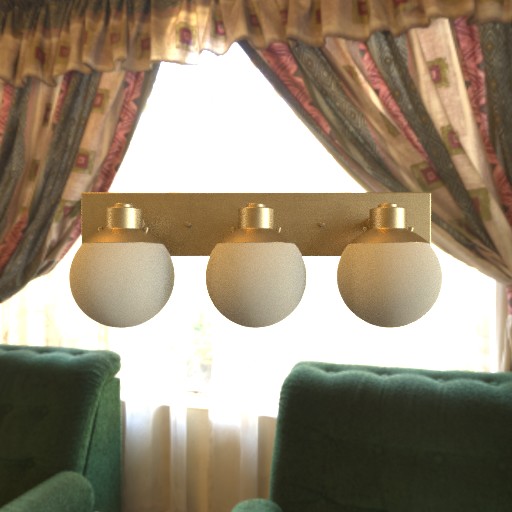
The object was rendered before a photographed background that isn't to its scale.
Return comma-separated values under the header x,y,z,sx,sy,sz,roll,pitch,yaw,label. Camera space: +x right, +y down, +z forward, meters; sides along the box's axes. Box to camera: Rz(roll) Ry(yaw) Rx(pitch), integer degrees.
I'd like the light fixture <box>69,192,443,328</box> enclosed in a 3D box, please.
x,y,z,sx,sy,sz,roll,pitch,yaw,label
0.000,0.000,0.834,0.721,0.263,0.218,0,0,0,light fixture
